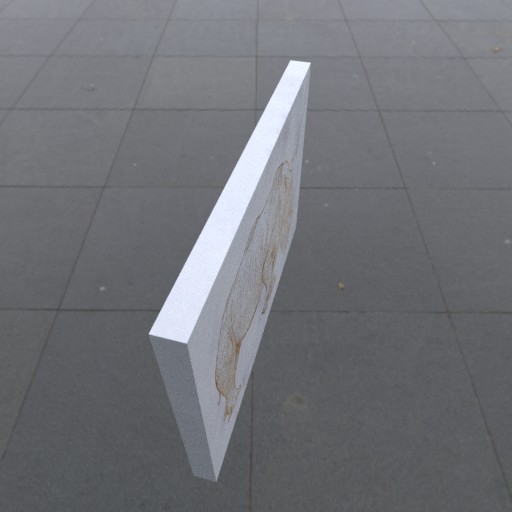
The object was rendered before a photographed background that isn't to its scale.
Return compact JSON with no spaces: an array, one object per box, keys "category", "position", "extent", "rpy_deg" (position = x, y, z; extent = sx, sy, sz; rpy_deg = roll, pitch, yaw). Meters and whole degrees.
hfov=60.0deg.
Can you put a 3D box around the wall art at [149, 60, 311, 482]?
[{"category":"wall art","position":[0.000,0.000,0.754],"extent":[0.038,0.407,0.609],"rpy_deg":[11,48,10]}]
